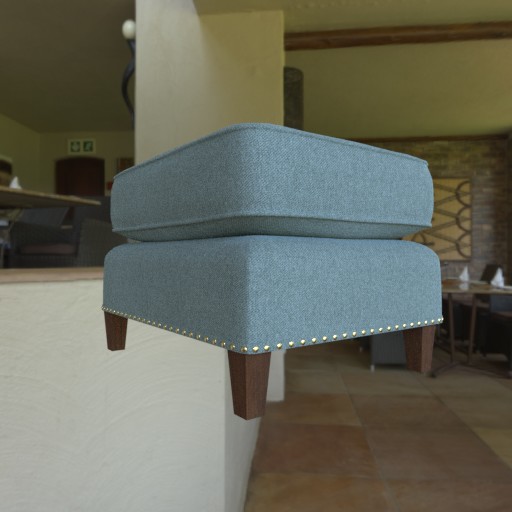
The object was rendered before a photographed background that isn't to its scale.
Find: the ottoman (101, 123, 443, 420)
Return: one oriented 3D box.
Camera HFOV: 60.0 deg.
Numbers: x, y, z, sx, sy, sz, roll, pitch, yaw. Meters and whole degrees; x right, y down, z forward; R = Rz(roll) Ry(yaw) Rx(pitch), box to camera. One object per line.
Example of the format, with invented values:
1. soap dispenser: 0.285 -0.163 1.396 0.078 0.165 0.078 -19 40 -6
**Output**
1. ottoman: 0.000 0.000 1.165 0.589 0.537 0.738 0 0 -37
